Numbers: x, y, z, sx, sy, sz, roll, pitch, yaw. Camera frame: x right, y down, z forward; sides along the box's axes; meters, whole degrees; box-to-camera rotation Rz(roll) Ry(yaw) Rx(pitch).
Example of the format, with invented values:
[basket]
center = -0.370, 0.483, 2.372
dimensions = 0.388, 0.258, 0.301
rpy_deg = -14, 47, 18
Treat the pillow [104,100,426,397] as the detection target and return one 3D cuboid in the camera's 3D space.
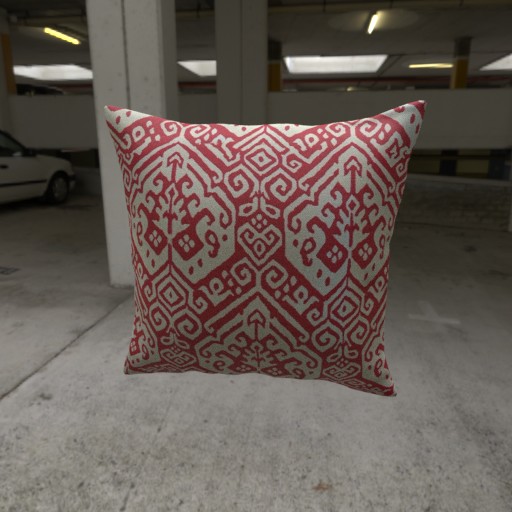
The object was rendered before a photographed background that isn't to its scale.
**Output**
[pillow]
center = 0.000, 0.000, 0.773
dimensions = 0.522, 0.507, 0.192
rpy_deg = 2, 15, 8
